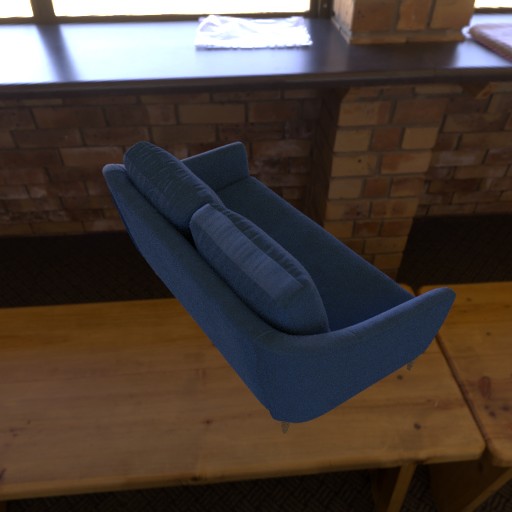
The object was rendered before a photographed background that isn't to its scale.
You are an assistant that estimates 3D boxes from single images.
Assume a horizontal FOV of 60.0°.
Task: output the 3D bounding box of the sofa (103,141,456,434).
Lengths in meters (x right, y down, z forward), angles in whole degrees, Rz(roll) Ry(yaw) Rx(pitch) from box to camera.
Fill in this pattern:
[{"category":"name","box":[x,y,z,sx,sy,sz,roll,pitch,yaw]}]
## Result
[{"category":"sofa","box":[0.000,0.000,2.224,0.960,0.902,1.619,-26,48,-26]}]
